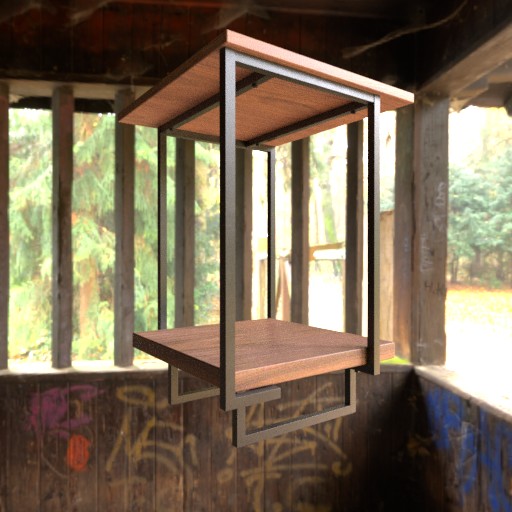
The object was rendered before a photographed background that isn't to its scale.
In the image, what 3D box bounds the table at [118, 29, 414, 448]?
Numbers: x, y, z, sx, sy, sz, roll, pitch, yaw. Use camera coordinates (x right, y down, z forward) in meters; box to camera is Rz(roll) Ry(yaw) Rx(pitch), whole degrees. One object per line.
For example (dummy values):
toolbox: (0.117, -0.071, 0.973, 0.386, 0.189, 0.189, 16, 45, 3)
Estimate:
table: (0.000, 0.000, 0.829, 0.384, 0.567, 0.411, 0, 0, -36)
